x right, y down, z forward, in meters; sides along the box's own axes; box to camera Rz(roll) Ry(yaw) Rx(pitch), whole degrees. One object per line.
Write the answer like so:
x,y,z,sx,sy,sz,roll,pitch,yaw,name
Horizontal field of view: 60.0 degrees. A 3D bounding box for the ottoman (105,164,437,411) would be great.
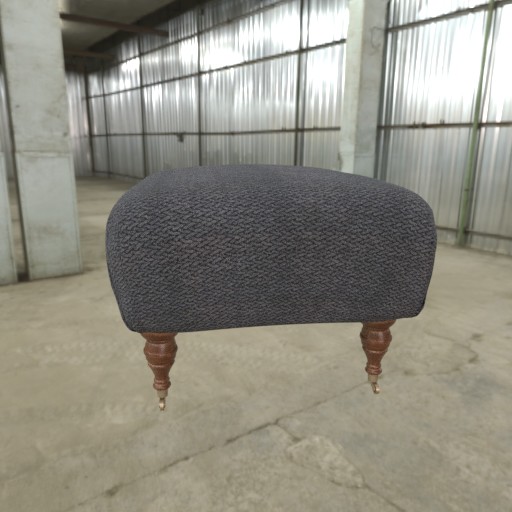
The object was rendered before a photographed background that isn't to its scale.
0.000,0.000,1.131,0.622,0.450,0.747,-2,14,-8,ottoman
